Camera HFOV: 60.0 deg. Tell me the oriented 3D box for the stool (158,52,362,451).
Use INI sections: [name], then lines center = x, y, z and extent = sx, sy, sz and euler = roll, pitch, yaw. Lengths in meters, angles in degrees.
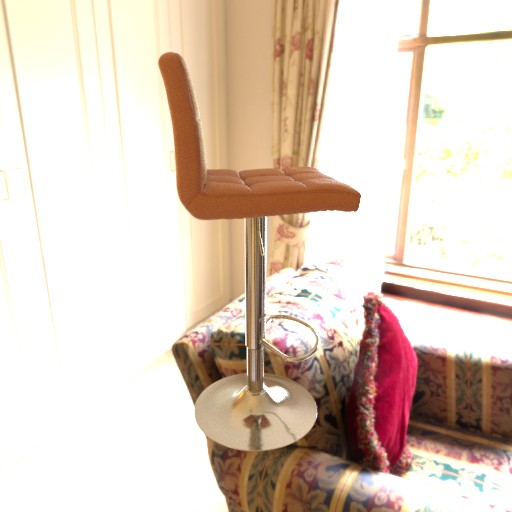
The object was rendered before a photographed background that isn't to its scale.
[stool]
center = 0.000, 0.000, 1.374
extent = 0.505, 1.115, 0.430
euler = -2, 18, -7
